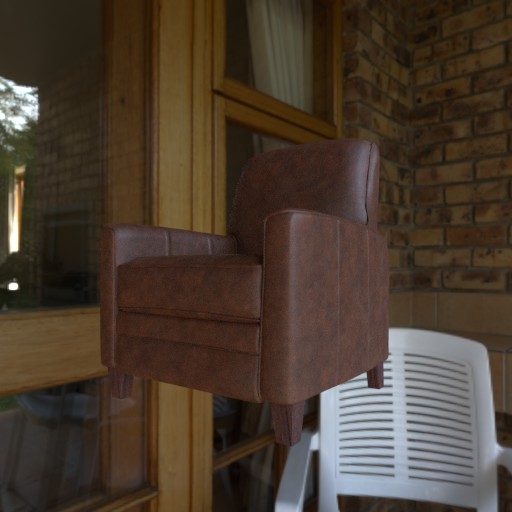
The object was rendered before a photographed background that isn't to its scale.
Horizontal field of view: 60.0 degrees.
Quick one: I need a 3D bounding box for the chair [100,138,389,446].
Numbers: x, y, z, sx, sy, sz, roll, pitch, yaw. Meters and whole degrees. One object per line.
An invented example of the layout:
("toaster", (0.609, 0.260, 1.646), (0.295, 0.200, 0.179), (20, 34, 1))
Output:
("chair", (0.000, 0.000, 1.667), (0.839, 1.010, 0.850), (-1, -1, 35))
